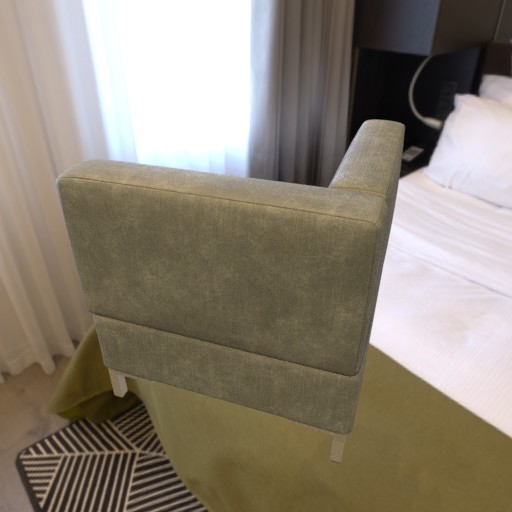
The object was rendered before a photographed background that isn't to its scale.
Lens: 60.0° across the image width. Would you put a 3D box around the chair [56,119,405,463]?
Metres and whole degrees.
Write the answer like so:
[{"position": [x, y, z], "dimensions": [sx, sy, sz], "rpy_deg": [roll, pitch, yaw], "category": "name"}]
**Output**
[{"position": [0.000, 0.000, 1.227], "dimensions": [0.680, 0.660, 0.680], "rpy_deg": [10, 33, 16], "category": "chair"}]
